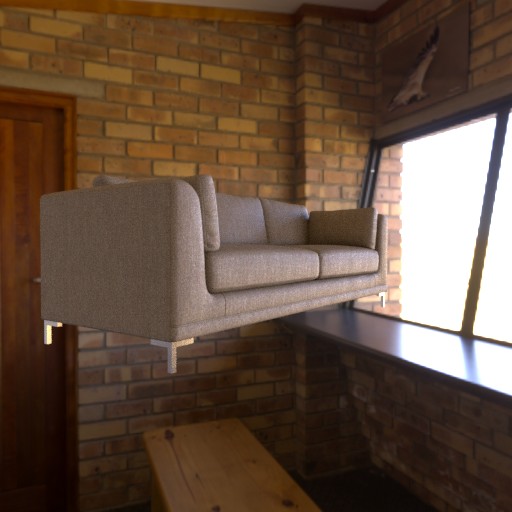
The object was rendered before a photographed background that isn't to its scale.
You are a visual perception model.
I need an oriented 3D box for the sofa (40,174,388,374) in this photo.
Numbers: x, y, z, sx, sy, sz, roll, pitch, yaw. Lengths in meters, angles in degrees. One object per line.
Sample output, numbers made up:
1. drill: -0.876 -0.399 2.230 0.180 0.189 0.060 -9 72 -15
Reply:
1. sofa: 0.000 0.000 2.943 0.969 0.867 2.415 1 1 36
